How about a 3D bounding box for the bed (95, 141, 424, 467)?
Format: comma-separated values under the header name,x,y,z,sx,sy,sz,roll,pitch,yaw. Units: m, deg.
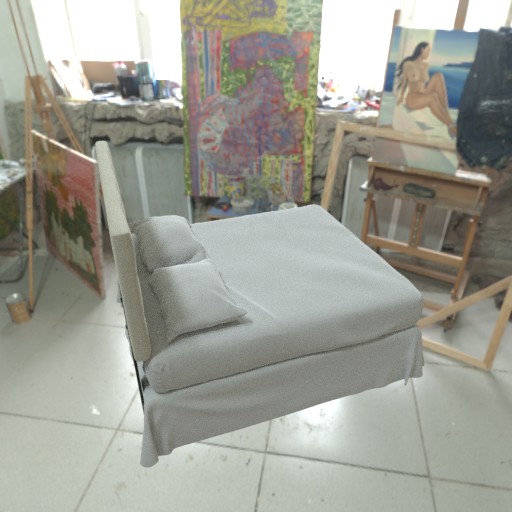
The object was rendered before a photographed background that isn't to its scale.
name,x,y,z,sx,sy,sz,roll,pitch,yaw
bed,0.000,0.000,3.460,2.222,1.577,1.936,-11,33,-17
